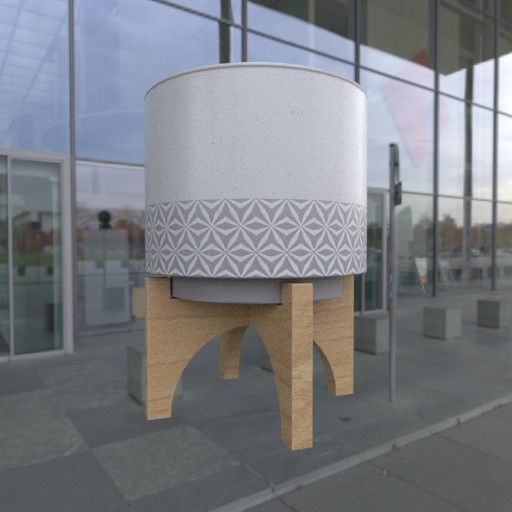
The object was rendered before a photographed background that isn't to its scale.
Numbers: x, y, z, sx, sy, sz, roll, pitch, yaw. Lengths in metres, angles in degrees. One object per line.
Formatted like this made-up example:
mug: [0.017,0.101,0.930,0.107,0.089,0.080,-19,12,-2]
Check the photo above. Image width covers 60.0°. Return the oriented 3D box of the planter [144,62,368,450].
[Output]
planter: [0.000,0.000,0.388,0.188,0.260,0.188,0,1,0]
